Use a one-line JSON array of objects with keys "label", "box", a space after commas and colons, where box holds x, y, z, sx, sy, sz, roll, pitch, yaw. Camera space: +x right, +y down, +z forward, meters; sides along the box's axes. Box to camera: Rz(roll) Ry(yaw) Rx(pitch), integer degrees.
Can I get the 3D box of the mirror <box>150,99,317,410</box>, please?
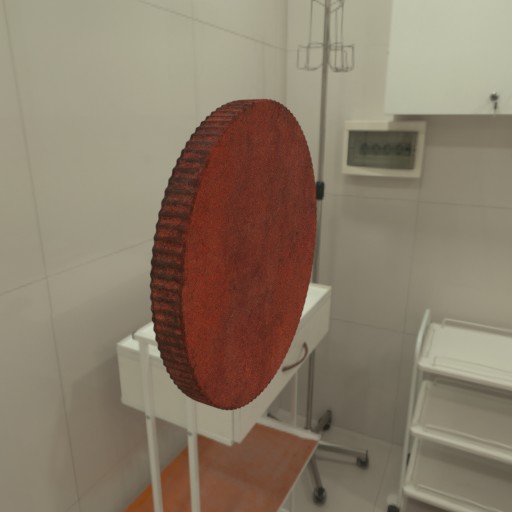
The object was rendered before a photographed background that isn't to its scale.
[{"label": "mirror", "box": [0.000, 0.000, 0.913, 0.056, 0.609, 0.609, 8, 19, 25]}]
